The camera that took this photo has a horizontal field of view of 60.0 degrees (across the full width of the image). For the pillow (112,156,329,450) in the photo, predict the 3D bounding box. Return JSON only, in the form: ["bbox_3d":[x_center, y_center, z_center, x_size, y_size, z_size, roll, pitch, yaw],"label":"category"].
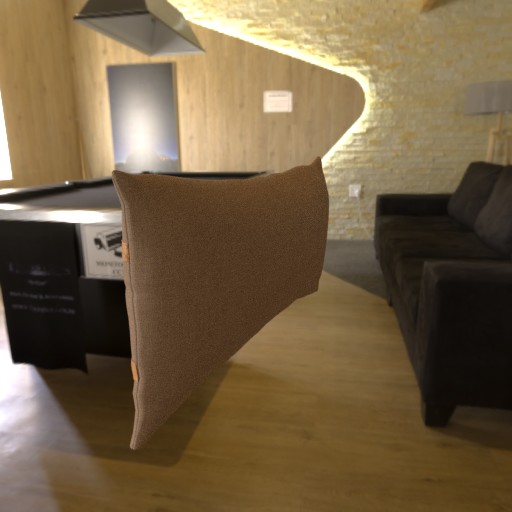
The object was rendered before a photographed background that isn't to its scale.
[{"bbox_3d":[0.000,0.000,0.717,0.148,0.308,0.612,7,16,26],"label":"pillow"}]
